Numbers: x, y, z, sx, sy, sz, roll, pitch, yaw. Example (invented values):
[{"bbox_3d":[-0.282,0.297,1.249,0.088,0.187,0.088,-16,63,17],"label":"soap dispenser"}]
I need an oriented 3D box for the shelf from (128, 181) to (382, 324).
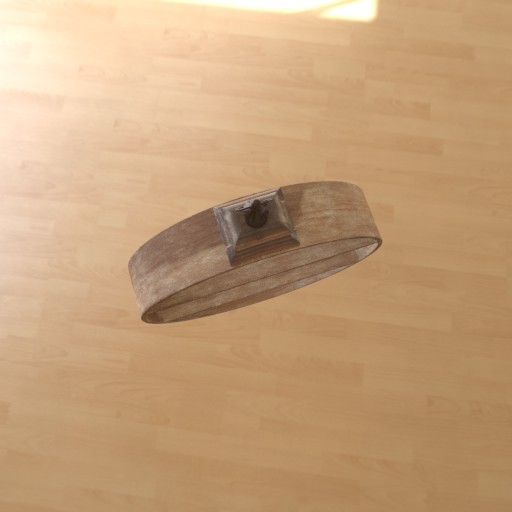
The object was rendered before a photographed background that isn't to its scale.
[{"bbox_3d":[0.000,0.000,1.043,0.601,0.725,0.125,-17,77,-4],"label":"shelf"}]
